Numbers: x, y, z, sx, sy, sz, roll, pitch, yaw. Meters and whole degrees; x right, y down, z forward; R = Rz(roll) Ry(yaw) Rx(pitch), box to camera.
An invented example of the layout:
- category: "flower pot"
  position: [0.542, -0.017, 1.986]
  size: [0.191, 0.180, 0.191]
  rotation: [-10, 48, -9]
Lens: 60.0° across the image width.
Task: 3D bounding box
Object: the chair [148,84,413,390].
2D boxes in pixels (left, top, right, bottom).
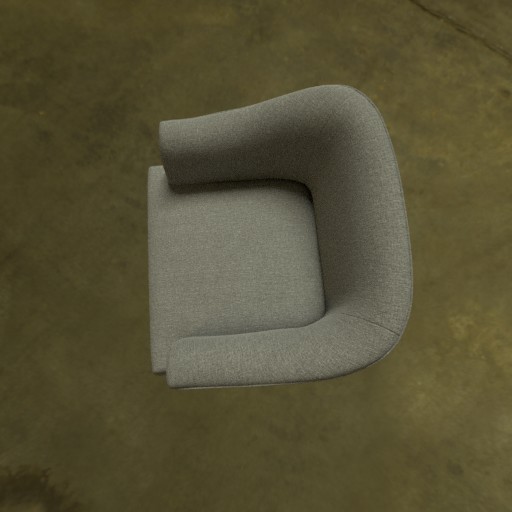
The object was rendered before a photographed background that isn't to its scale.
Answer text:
- category: "chair"
  position: [0.000, 0.000, 1.425]
  size: [0.704, 0.815, 0.798]
  rotation: [-5, 75, -1]
